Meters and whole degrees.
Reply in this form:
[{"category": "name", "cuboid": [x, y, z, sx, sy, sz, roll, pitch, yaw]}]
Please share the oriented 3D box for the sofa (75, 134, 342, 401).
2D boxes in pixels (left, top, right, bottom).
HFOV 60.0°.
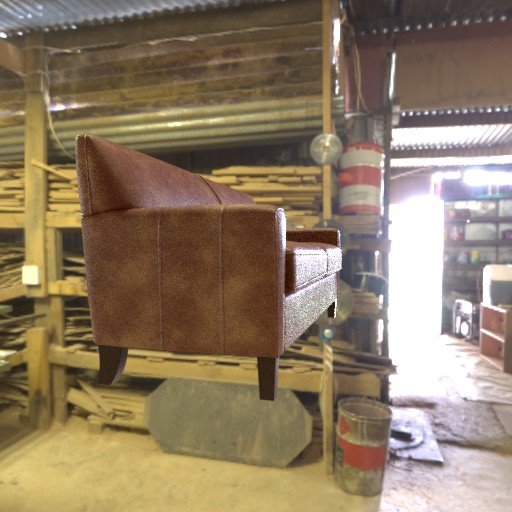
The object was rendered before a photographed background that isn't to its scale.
[{"category": "sofa", "cuboid": [0.000, 0.000, 2.501, 0.805, 0.947, 2.053, 0, 1, 16]}]
